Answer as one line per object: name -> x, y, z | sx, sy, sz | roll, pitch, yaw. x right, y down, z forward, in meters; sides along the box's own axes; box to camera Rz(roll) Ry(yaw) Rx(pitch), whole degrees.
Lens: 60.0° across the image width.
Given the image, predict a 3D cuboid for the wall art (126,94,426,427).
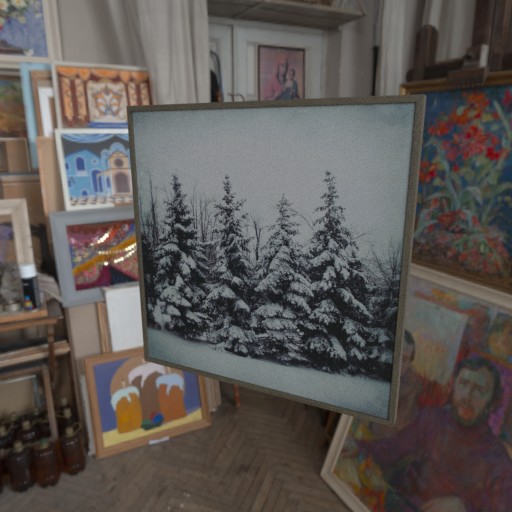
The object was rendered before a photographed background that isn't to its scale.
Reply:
wall art -> 0.000, 0.000, 1.149 | 0.758, 0.758, 0.039 | 7, 16, 25
